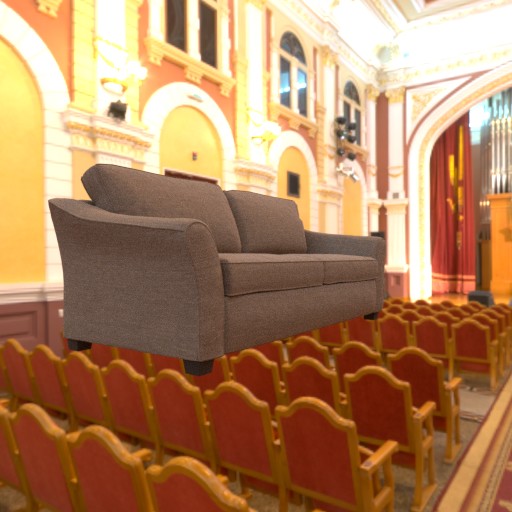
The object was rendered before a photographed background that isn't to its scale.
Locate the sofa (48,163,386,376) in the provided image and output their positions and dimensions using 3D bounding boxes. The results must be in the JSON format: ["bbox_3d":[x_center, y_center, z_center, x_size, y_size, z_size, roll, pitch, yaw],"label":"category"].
[{"bbox_3d":[0.000,0.000,2.828,0.980,0.965,2.270,0,0,36],"label":"sofa"}]
